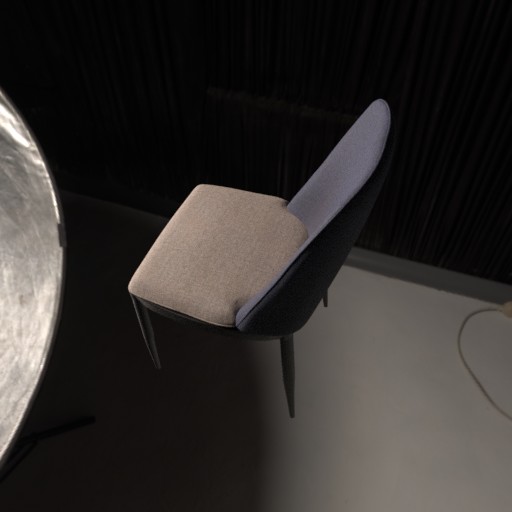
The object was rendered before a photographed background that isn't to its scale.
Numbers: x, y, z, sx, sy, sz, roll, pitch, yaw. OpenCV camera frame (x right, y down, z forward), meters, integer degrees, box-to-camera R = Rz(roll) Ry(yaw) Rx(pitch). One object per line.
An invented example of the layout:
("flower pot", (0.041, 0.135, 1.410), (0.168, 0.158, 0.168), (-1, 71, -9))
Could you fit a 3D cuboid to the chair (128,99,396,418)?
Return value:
("chair", (0.000, 0.000, 1.189), (0.551, 0.839, 0.480), (15, 49, 13))
